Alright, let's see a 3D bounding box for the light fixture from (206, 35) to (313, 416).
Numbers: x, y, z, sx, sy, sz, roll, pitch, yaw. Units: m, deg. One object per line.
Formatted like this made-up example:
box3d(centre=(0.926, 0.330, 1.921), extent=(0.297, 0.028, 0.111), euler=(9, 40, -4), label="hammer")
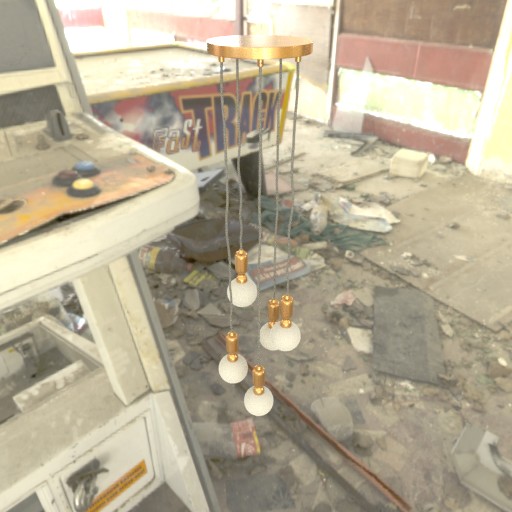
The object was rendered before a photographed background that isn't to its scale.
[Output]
box3d(centre=(0.000, 0.000, 0.520), extent=(0.105, 0.457, 0.108), euler=(-10, 33, -16), label="light fixture")
